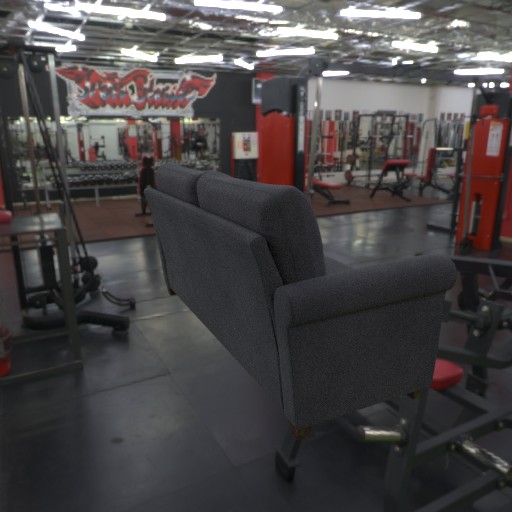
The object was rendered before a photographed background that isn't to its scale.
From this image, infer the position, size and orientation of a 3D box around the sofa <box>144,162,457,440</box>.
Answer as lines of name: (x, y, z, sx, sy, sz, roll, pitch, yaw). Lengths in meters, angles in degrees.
sofa: (0.000, 0.000, 2.442, 0.842, 0.942, 1.935, -7, 17, -25)
